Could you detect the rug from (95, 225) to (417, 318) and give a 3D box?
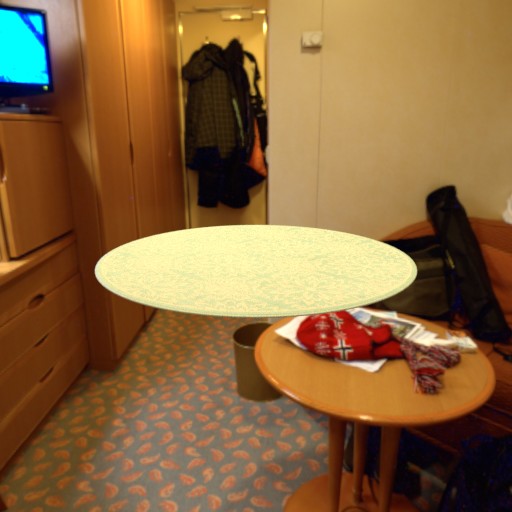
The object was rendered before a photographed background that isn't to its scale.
[{"bbox_3d":[0.000,0.000,2.320,1.593,0.012,1.593,0,16,0],"label":"rug"}]
